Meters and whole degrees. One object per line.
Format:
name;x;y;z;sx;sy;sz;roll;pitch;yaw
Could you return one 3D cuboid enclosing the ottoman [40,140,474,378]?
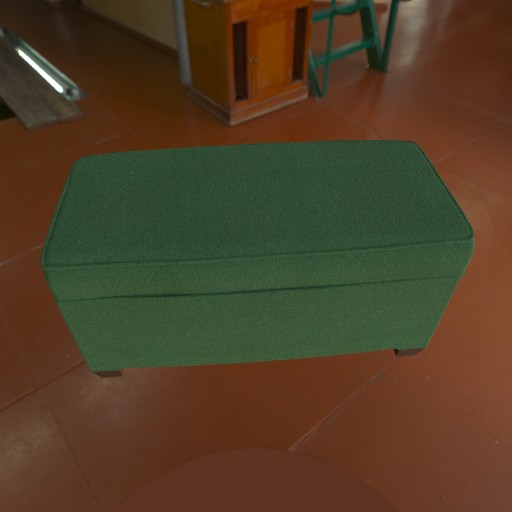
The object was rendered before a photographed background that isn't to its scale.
ottoman;0.000;0.000;1.231;0.957;0.471;0.483;-3;45;-3
